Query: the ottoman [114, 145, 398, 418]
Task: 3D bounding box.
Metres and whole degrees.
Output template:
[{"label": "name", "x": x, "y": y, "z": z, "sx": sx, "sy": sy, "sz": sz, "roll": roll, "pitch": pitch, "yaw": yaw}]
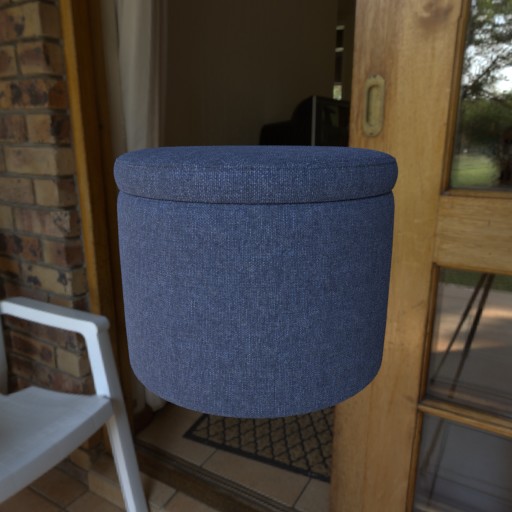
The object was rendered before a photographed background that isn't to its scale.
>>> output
[{"label": "ottoman", "x": 0.000, "y": 0.000, "z": 0.890, "sx": 0.520, "sy": 0.430, "sz": 0.520, "roll": 0, "pitch": 15, "yaw": 0}]
